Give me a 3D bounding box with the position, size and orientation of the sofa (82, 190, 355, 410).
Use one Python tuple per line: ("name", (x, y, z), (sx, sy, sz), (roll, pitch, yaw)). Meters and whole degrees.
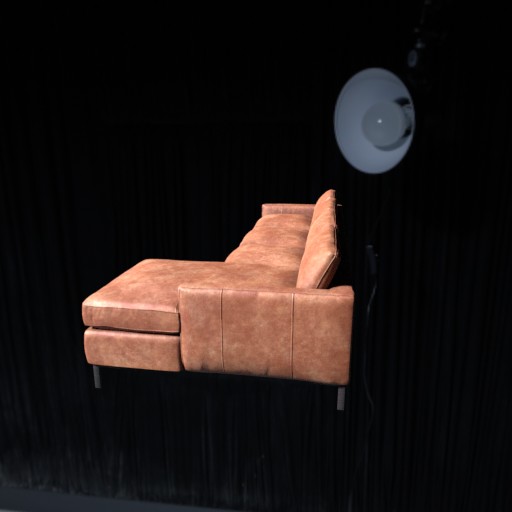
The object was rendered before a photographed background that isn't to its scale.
("sofa", (0.000, 0.000, 3.717), (1.471, 0.859, 2.993), (3, 15, 9))
